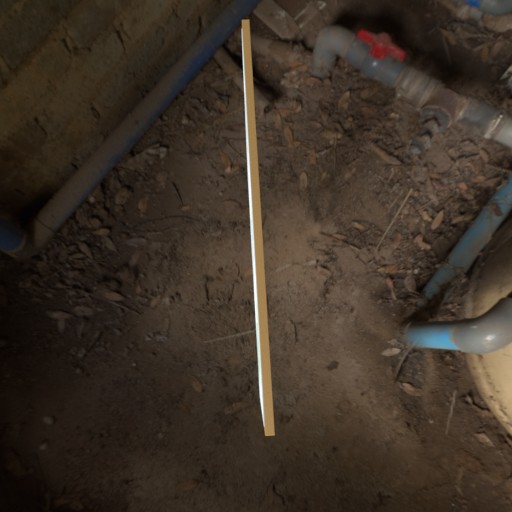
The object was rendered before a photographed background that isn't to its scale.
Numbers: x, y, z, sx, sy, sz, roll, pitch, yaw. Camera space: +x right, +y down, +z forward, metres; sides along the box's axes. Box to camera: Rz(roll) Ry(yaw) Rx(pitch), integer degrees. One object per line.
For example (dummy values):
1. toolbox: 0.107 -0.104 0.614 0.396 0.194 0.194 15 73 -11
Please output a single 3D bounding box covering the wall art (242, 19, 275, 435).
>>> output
1. wall art: 0.000 0.000 0.984 0.014 0.655 0.657 -3 76 -1
